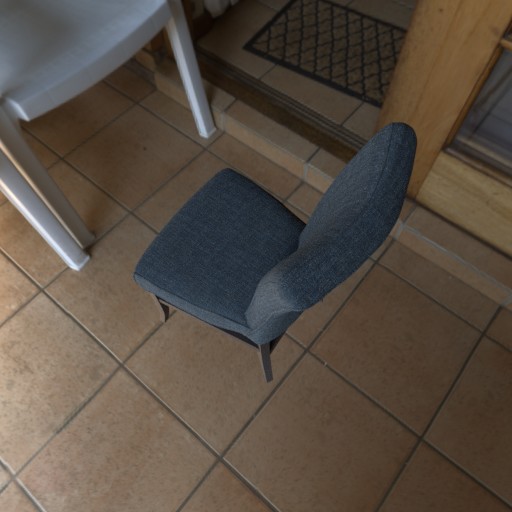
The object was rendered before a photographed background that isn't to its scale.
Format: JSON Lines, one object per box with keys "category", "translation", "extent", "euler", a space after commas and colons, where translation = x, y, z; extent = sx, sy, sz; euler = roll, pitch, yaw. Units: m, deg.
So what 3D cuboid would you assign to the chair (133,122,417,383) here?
{"category": "chair", "translation": [0.000, 0.000, 1.385], "extent": [0.660, 0.991, 0.520], "euler": [31, 66, 15]}
